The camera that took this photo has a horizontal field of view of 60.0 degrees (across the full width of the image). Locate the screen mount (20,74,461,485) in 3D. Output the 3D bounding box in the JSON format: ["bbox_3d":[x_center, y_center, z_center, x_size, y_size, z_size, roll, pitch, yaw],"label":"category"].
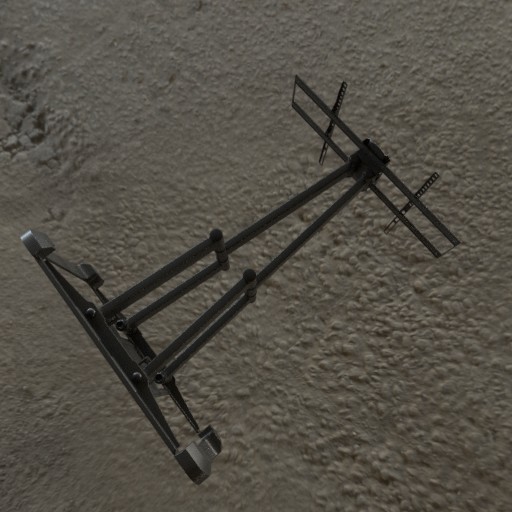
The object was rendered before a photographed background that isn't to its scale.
[{"bbox_3d":[0.000,0.000,1.297,0.905,0.483,0.725,-38,78,-10],"label":"screen mount"}]
